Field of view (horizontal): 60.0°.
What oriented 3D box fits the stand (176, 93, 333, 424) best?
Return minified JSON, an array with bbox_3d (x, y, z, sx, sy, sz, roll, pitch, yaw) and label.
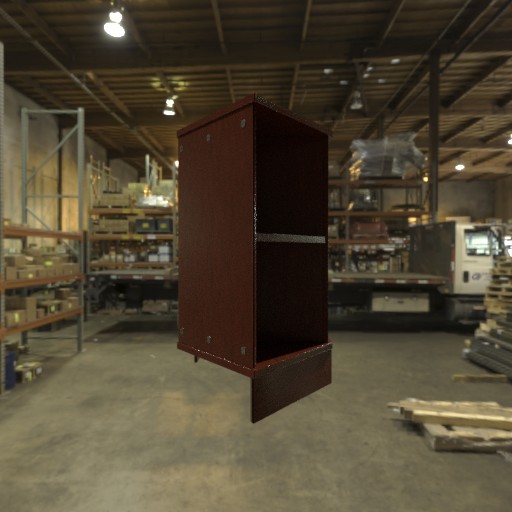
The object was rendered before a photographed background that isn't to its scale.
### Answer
[{"bbox_3d":[0.000,0.000,1.354,0.381,0.614,1.072,0,1,0],"label":"stand"}]
